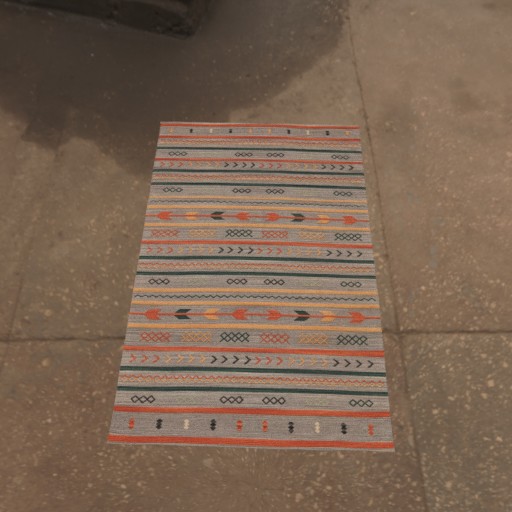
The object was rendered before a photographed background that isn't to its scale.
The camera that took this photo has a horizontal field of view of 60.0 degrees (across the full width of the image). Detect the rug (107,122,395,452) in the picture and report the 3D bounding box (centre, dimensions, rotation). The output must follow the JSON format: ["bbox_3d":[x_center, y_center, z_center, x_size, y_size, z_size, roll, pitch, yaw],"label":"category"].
[{"bbox_3d":[0.000,0.000,2.295,1.220,0.017,1.835,1,62,1],"label":"rug"}]
